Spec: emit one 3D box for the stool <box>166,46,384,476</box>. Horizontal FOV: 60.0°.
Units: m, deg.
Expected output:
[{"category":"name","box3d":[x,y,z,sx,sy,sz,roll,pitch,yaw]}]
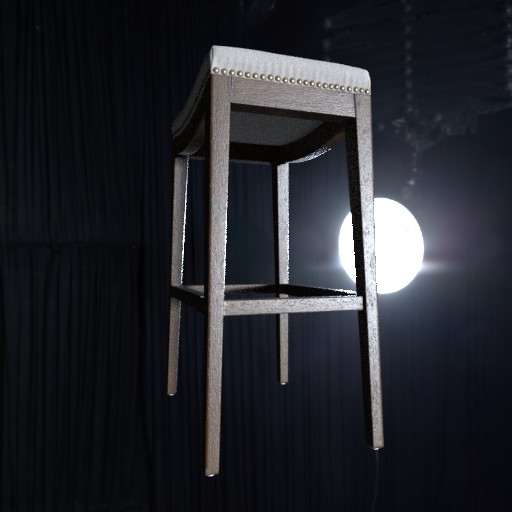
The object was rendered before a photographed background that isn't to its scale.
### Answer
[{"category":"stool","box3d":[0.000,0.000,1.052,0.356,0.762,0.508,0,0,-19]}]
